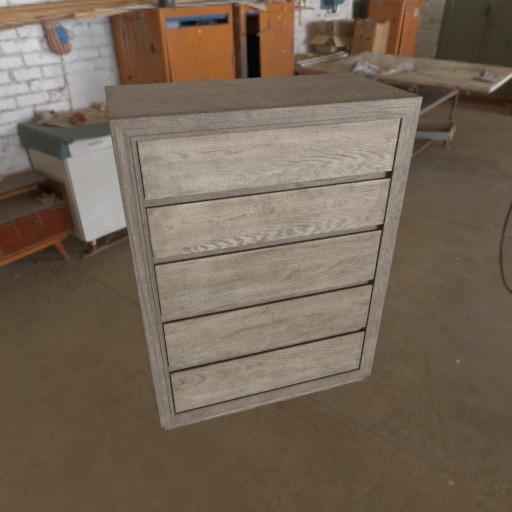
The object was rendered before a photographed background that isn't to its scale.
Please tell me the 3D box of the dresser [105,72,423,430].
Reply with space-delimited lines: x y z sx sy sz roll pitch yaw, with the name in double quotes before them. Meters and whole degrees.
"dresser" 0.000 0.000 1.824 0.967 1.295 0.483 -9 33 -15
